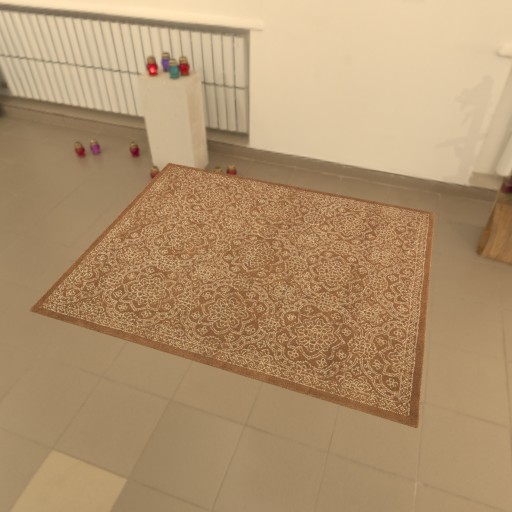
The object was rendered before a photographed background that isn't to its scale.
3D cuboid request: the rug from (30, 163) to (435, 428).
[{"bbox_3d":[0.000,0.000,4.075,3.050,0.015,2.441,13,44,14],"label":"rug"}]
